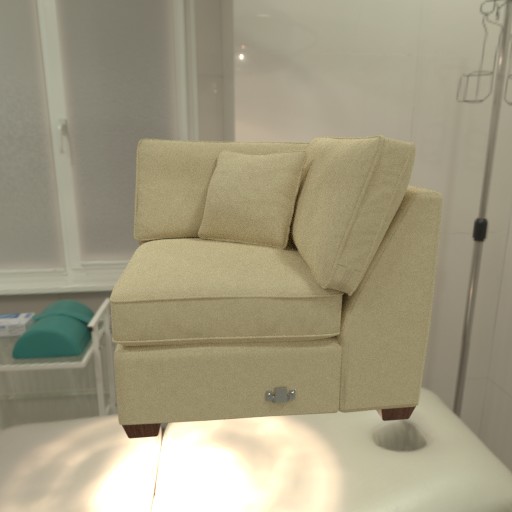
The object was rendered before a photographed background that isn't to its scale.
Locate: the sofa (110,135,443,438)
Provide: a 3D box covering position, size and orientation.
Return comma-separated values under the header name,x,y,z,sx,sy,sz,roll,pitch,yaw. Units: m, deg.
name,x,y,z,sx,sy,sz,roll,pitch,yaw
sofa,0.000,0.000,1.922,1.084,1.002,1.146,-2,14,-6
